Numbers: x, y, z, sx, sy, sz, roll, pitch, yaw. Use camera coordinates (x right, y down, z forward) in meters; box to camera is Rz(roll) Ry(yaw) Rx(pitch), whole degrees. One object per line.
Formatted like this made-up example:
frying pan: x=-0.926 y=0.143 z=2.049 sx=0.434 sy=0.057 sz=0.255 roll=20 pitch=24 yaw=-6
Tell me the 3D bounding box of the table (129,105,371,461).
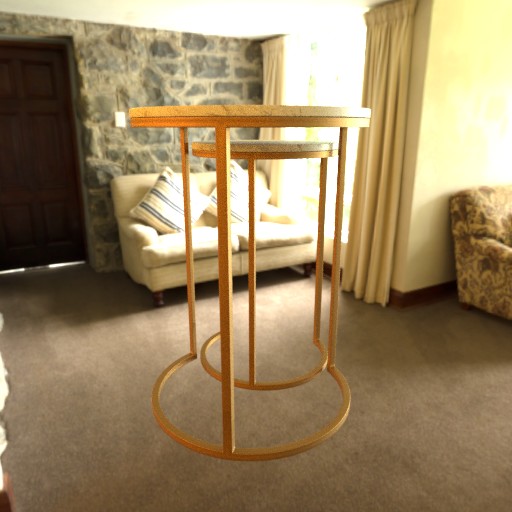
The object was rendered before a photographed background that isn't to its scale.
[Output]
table: x=0.000 y=0.000 z=0.886 sx=0.400 sy=0.550 sz=0.507 roll=3 pitch=17 yaw=10
